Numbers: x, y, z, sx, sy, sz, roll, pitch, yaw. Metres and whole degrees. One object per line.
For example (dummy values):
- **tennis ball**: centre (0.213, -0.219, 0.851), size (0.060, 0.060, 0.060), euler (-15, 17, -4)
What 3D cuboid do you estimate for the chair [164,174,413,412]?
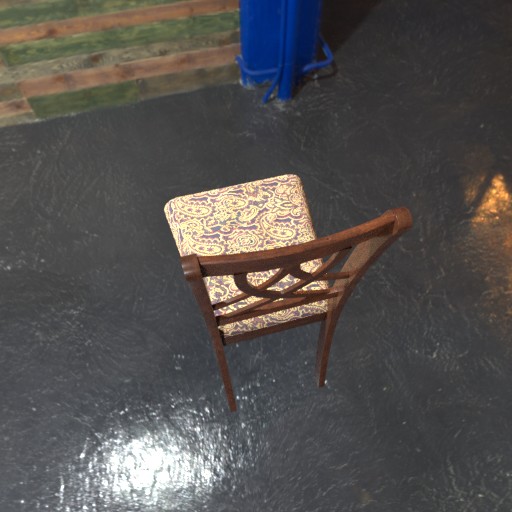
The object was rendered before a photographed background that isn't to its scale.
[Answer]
- **chair**: centre (0.000, 0.000, 1.263), size (0.457, 0.965, 0.584), euler (-13, 59, -8)
